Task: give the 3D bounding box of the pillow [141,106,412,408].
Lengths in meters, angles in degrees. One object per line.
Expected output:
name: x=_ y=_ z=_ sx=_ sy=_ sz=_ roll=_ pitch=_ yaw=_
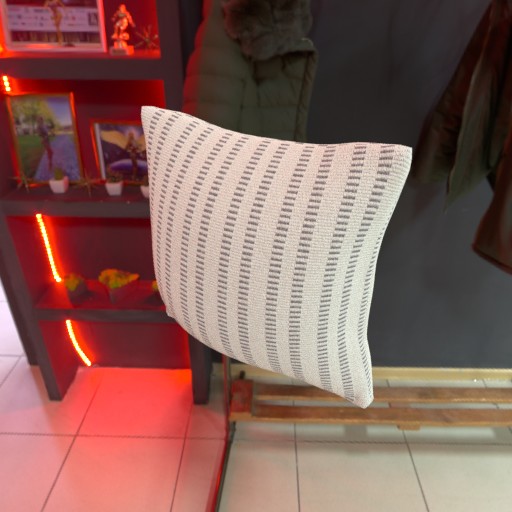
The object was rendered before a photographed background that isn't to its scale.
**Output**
pillow: x=0.000 y=0.000 z=0.705 sx=0.438 sy=0.419 sz=0.247 roll=18 pitch=35 yaw=29
